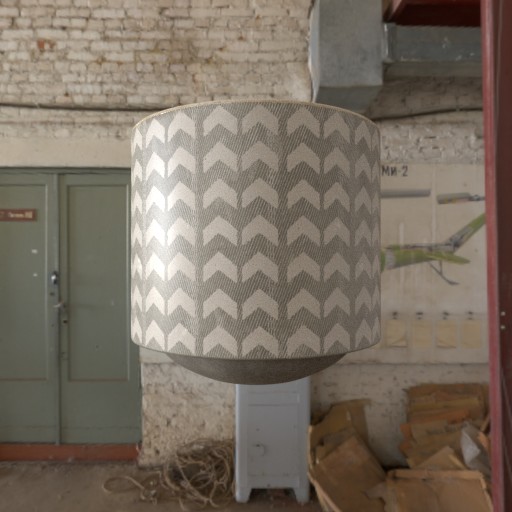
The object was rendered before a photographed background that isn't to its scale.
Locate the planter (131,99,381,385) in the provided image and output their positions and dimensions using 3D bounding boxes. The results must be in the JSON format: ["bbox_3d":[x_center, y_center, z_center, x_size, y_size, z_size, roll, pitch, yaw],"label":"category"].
[{"bbox_3d":[0.000,0.000,0.351,0.190,0.181,0.190,0,0,0],"label":"planter"}]
